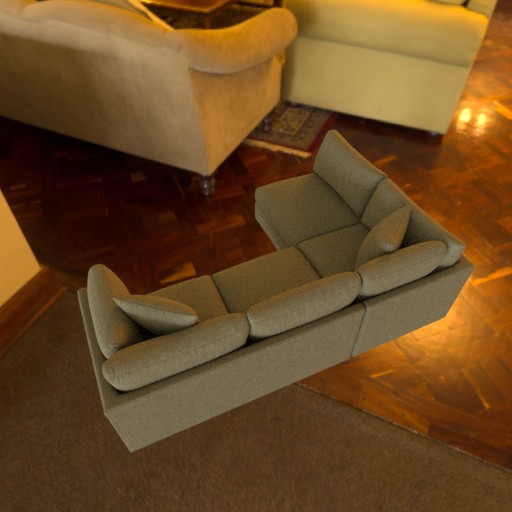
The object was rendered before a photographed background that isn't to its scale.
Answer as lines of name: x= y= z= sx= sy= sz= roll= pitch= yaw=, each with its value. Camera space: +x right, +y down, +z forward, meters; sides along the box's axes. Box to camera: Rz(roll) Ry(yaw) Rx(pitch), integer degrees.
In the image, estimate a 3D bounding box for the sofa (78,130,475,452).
sofa: x=0.000 y=0.000 z=3.824 sx=2.896 sy=0.978 sz=1.994 roll=-18 pitch=48 yaw=-17
